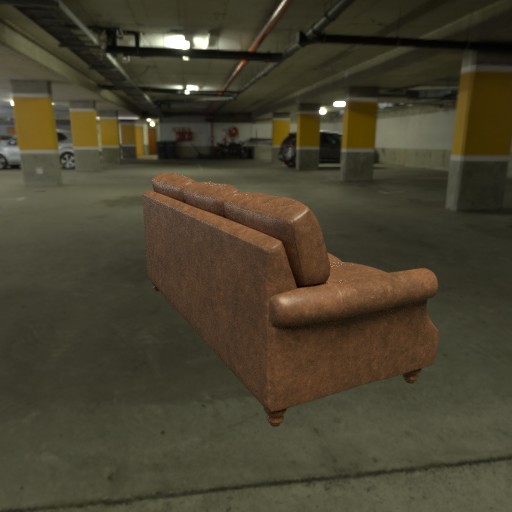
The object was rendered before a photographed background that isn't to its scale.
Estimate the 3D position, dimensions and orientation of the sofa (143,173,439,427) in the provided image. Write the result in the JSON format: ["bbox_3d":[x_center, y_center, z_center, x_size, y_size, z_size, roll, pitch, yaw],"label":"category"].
[{"bbox_3d":[0.000,0.000,2.887,0.973,0.977,2.351,-7,16,-26],"label":"sofa"}]
